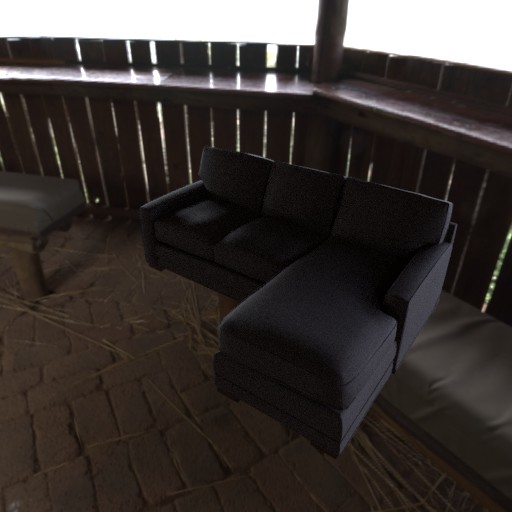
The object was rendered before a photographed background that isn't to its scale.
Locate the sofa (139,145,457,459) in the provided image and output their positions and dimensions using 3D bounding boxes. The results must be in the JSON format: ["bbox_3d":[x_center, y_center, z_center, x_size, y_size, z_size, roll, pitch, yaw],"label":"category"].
[{"bbox_3d":[0.000,0.000,3.327,2.370,0.973,1.790,20,36,30],"label":"sofa"}]
